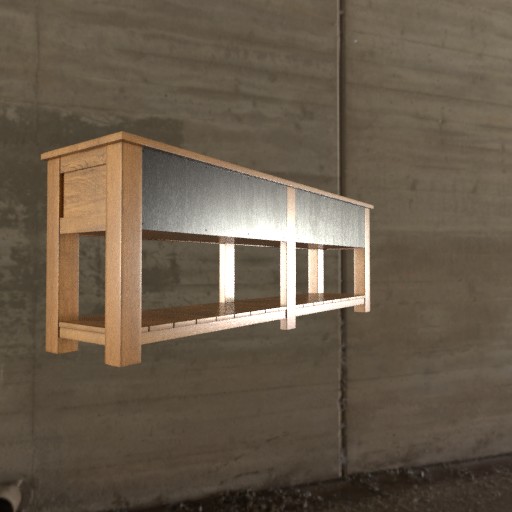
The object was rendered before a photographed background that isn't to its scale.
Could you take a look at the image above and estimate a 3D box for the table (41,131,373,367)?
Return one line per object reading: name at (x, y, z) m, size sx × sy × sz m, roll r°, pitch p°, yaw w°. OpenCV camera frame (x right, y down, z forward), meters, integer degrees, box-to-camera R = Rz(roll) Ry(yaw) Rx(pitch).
table at (0.000, 0.000, 2.036) m, size 0.425 × 0.635 × 1.815 m, roll -1°, pitch -1°, yaw 36°
